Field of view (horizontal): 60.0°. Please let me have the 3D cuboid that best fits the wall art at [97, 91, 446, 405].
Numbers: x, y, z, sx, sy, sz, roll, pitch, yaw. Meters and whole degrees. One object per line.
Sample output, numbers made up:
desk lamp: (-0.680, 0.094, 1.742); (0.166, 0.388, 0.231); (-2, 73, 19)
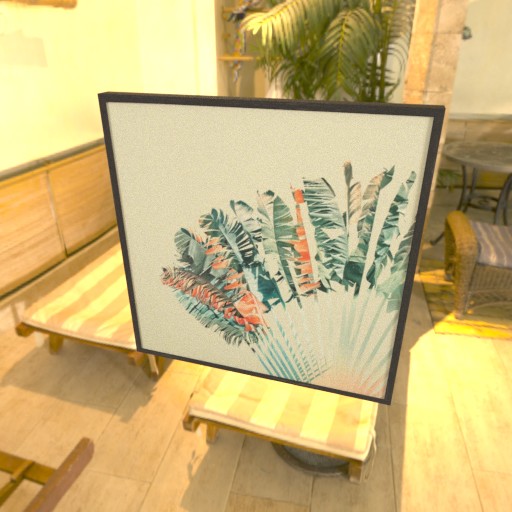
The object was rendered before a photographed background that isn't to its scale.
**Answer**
wall art: (0.000, 0.000, 1.126); (0.762, 0.758, 0.043); (8, 28, 15)
